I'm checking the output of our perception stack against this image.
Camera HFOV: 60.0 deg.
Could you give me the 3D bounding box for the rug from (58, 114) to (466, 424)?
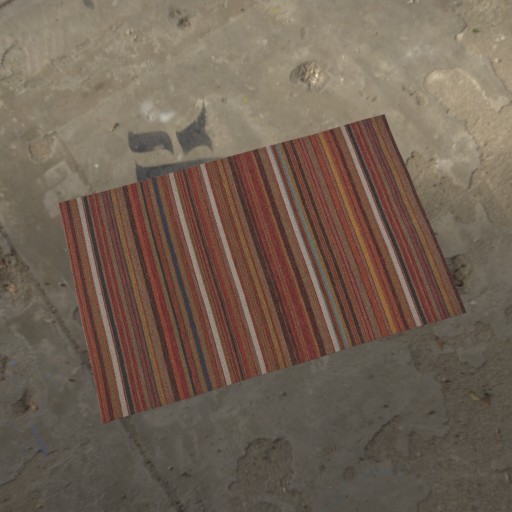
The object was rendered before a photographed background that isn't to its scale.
[{"bbox_3d":[0.000,0.000,3.005,2.438,0.008,1.523,-16,77,-4],"label":"rug"}]
